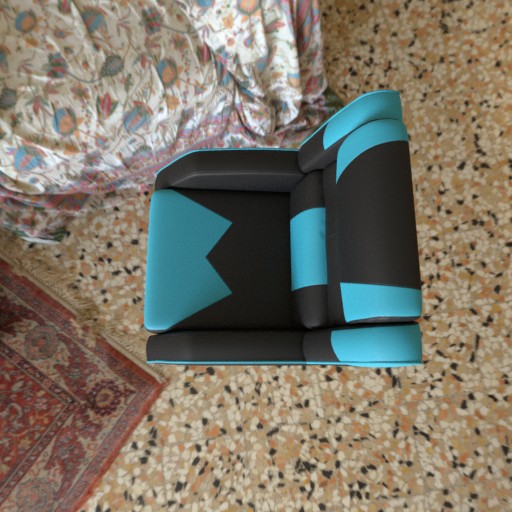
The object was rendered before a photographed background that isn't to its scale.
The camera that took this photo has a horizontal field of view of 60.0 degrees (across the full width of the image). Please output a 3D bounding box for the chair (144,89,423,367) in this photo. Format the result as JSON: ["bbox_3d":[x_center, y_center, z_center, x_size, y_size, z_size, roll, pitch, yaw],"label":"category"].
[{"bbox_3d":[0.000,0.000,1.289,0.672,0.805,0.620,0,77,0],"label":"chair"}]
